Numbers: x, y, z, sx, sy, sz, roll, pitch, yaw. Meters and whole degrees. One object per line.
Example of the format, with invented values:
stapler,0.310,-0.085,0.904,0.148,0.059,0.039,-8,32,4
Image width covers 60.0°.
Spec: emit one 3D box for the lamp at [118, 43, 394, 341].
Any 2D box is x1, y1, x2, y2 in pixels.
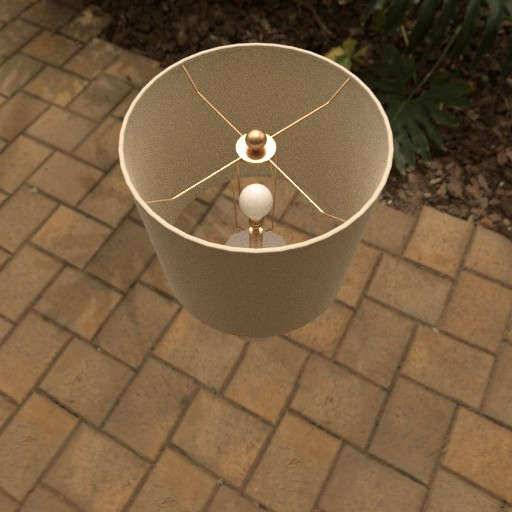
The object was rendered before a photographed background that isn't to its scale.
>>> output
lamp,0.000,0.000,0.687,0.277,0.537,0.277,0,62,0
